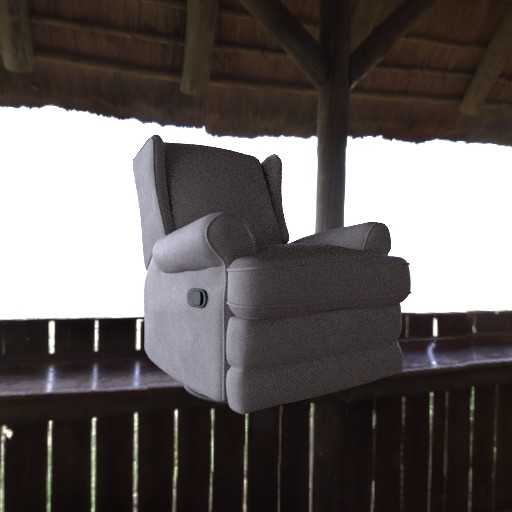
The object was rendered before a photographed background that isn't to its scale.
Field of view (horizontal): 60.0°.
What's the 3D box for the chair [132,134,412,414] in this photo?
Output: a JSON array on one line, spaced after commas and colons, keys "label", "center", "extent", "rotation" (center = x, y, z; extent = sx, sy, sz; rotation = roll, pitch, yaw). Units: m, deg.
[{"label": "chair", "center": [0.000, 0.000, 1.758], "extent": [0.847, 1.011, 0.969], "rotation": [-1, 1, -36]}]
